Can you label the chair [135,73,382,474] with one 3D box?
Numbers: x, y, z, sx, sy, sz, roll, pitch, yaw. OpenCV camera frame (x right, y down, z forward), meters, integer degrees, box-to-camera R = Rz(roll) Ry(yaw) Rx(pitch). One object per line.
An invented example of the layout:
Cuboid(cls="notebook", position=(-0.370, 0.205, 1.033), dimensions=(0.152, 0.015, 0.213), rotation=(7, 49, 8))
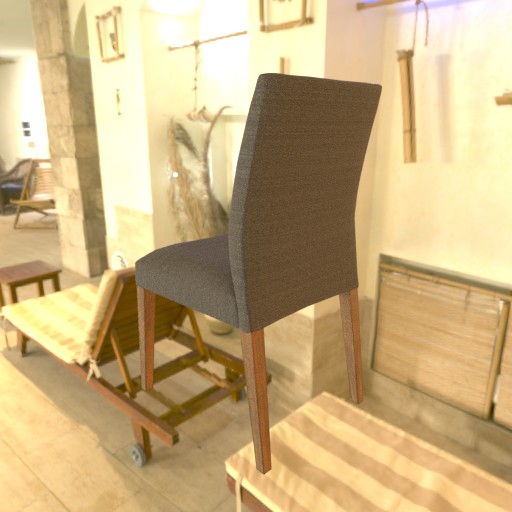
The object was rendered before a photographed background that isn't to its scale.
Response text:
Cuboid(cls="chair", position=(0.000, 0.000, 1.304), dimensions=(0.496, 0.940, 0.585), rotation=(-15, 23, -42))
